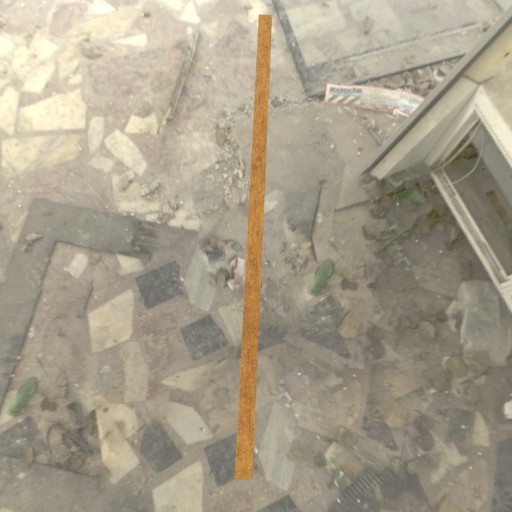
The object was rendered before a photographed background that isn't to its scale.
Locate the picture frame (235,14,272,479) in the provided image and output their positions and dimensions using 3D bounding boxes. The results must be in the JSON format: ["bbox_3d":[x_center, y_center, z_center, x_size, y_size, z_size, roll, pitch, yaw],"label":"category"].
[{"bbox_3d":[0.000,0.000,1.147,0.029,0.621,0.922,2,76,1],"label":"picture frame"}]
